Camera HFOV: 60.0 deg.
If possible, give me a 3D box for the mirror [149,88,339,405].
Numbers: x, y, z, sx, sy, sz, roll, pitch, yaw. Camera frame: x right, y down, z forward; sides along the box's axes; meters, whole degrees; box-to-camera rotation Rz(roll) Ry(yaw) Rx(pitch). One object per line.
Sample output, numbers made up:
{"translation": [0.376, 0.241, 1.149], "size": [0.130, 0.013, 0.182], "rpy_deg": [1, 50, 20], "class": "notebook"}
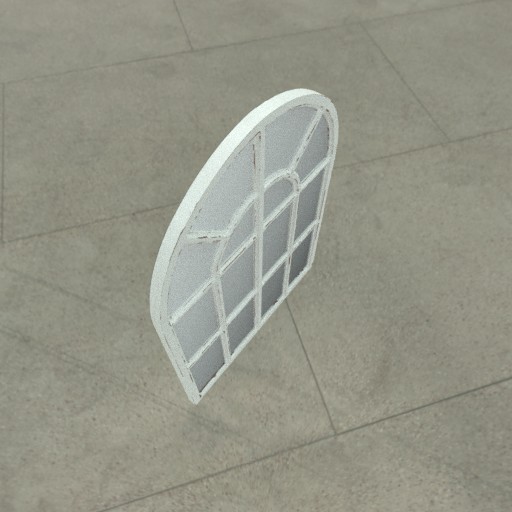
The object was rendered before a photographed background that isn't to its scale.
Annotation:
{"translation": [0.000, 0.000, 1.165], "size": [0.032, 0.920, 0.660], "rpy_deg": [33, 63, 19], "class": "mirror"}
